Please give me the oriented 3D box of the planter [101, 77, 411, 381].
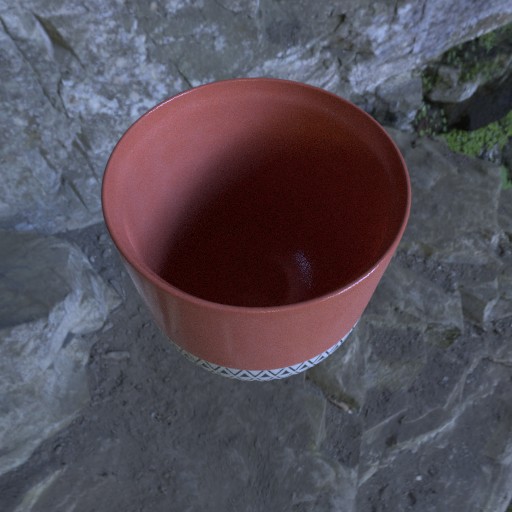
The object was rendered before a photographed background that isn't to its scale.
[{"bbox_3d":[0.000,0.000,0.498,0.266,0.270,0.266,0,58,0],"label":"planter"}]
